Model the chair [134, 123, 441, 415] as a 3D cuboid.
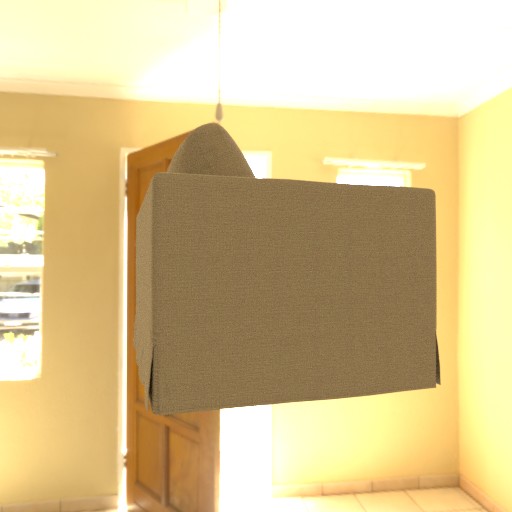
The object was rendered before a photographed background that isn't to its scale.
[{"bbox_3d":[0.000,0.000,1.862,0.957,0.878,1.150,0,-1,-17],"label":"chair"}]
